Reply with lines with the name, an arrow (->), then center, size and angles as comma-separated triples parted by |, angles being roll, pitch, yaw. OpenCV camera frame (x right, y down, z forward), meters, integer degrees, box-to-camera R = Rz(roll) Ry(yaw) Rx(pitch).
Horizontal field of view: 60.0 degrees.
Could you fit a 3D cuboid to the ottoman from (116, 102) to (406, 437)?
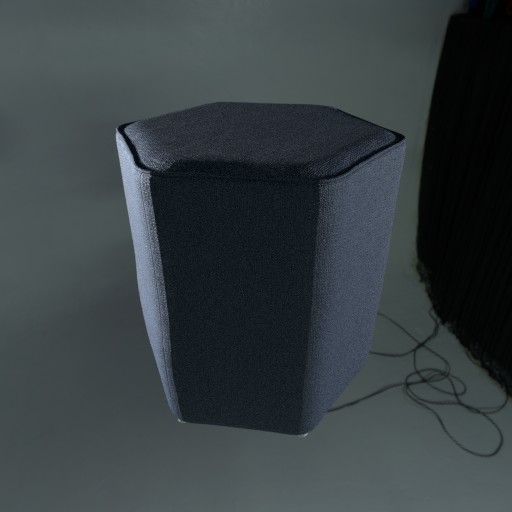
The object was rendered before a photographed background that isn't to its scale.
ottoman -> 0.000, 0.000, 0.863 | 0.454, 0.505, 0.492 | -9, 32, -15
